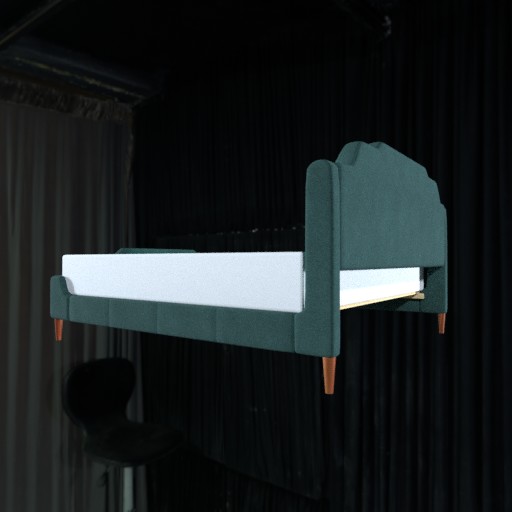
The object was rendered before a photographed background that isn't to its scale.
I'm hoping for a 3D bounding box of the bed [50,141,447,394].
[{"bbox_3d":[0.000,0.000,3.446,2.340,1.245,2.074,0,-1,36],"label":"bed"}]
